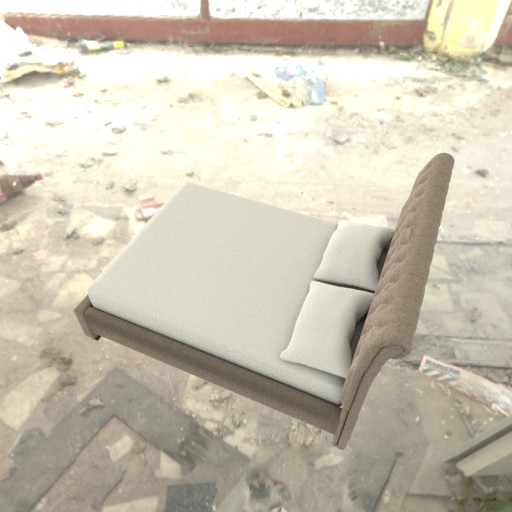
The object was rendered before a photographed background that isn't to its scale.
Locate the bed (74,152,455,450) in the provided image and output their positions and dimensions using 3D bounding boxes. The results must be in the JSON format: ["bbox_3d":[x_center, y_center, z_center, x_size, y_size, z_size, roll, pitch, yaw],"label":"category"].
[{"bbox_3d":[0.000,0.000,3.282,2.252,1.371,1.645,18,49,16],"label":"bed"}]
